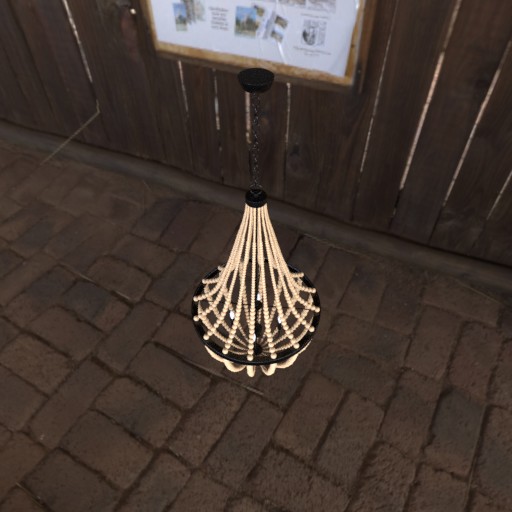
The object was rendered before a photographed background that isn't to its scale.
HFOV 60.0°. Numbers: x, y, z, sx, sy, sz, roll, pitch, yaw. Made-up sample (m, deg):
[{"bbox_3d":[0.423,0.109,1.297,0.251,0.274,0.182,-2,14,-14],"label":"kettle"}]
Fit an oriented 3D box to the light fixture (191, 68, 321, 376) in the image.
[{"bbox_3d":[0.000,0.000,1.358,0.450,1.133,0.450,0,48,0],"label":"light fixture"}]
